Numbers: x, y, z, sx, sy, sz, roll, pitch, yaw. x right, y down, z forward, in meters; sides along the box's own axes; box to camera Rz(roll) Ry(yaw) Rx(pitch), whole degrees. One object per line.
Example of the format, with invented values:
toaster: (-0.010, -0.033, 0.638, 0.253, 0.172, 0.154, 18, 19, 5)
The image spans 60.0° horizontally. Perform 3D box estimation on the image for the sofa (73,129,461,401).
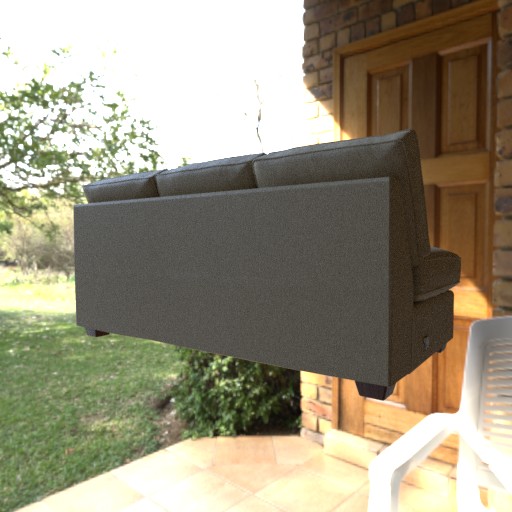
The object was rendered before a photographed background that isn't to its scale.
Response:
sofa: (0.000, 0.000, 2.461, 1.962, 0.973, 1.027, 1, 2, 36)
